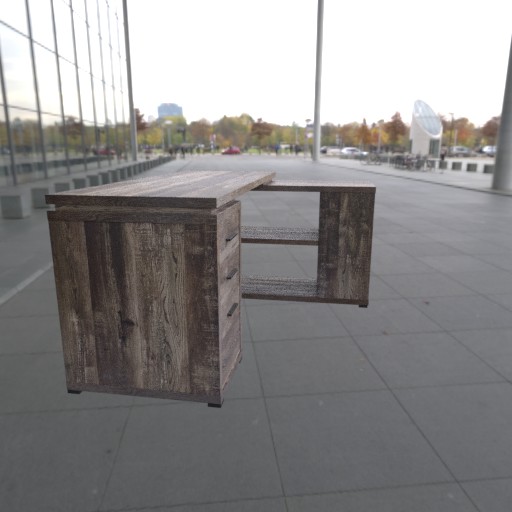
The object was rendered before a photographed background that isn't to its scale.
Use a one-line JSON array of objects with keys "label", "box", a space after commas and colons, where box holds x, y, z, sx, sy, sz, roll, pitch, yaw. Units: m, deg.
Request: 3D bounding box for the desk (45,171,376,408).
[{"label": "desk", "box": [0.000, 0.000, 2.229, 1.200, 0.753, 1.524, 2, 14, 9]}]
